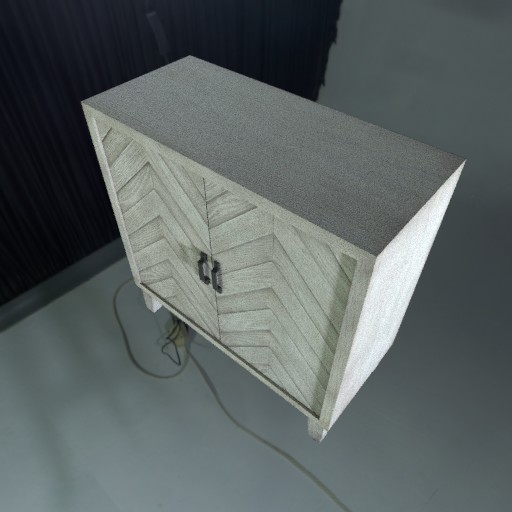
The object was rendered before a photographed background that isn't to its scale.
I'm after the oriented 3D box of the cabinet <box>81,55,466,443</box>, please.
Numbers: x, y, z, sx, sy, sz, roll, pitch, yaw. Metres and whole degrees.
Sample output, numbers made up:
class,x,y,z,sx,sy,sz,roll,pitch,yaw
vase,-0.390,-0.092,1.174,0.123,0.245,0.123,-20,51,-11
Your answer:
class,x,y,z,sx,sy,sz,roll,pitch,yaw
cabinet,0.000,0.000,1.234,0.781,0.787,0.370,31,53,27
